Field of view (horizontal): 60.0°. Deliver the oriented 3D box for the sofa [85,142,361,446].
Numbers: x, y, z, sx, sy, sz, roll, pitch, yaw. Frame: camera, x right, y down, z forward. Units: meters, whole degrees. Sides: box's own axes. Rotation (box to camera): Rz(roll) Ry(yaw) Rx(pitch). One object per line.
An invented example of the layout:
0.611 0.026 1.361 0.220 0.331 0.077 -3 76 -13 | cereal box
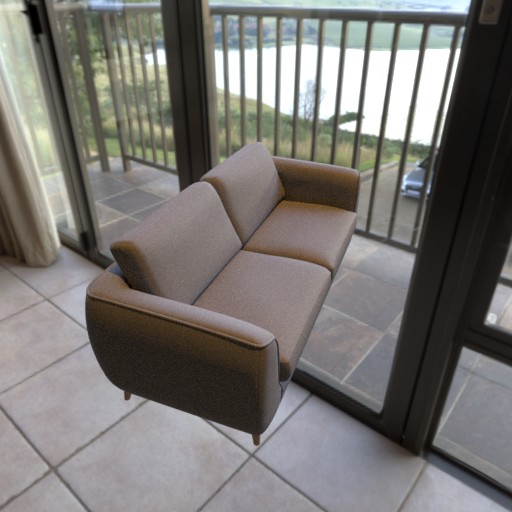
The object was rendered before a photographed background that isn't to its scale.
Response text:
0.000 0.000 2.636 0.920 0.870 2.000 12 33 18 | sofa
